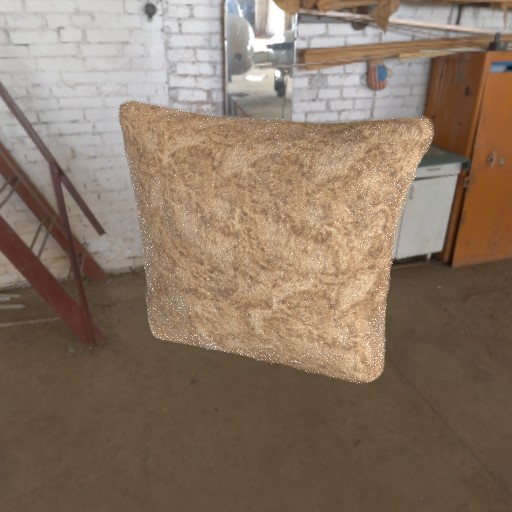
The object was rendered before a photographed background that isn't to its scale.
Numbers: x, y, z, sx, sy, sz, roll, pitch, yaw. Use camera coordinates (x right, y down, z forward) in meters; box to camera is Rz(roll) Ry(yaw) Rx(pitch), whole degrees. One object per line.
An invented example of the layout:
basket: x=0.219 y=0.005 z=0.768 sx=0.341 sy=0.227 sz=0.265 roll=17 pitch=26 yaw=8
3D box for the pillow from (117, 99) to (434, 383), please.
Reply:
pillow: x=0.000 y=0.000 z=0.816 sx=0.538 sy=0.525 sz=0.216 roll=9 pitch=28 yaw=17
